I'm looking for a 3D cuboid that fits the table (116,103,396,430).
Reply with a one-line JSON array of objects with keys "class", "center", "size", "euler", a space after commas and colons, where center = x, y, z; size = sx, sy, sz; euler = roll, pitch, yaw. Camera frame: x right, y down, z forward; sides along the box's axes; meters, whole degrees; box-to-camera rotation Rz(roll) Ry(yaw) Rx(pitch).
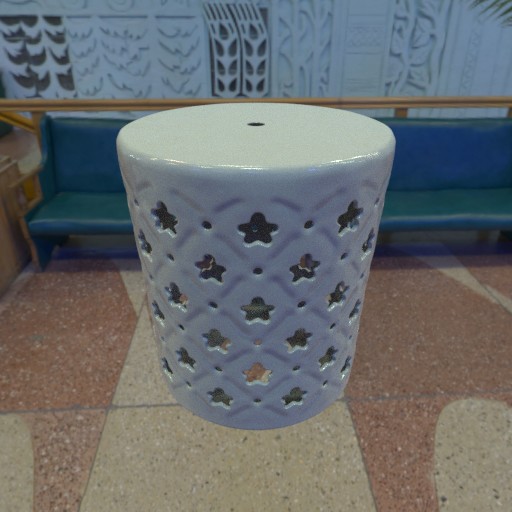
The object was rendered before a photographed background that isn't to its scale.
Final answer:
[{"class": "table", "center": [0.000, 0.000, 0.661], "size": [0.352, 0.387, 0.352], "euler": [0, 29, 0]}]
